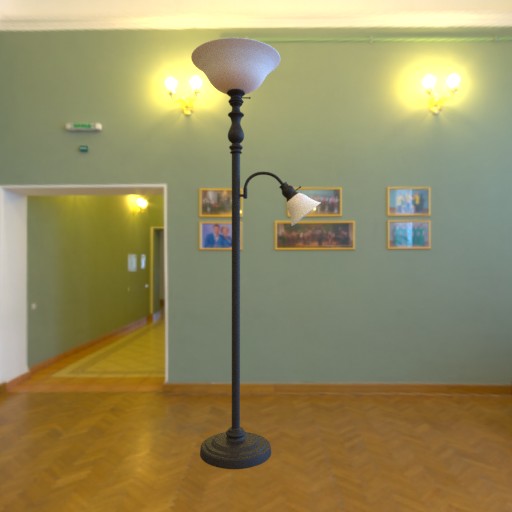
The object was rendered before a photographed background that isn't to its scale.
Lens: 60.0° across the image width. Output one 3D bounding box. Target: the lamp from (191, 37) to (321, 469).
[{"bbox_3d":[0.000,0.000,2.014,0.588,1.793,0.405,0,-1,0],"label":"lamp"}]
